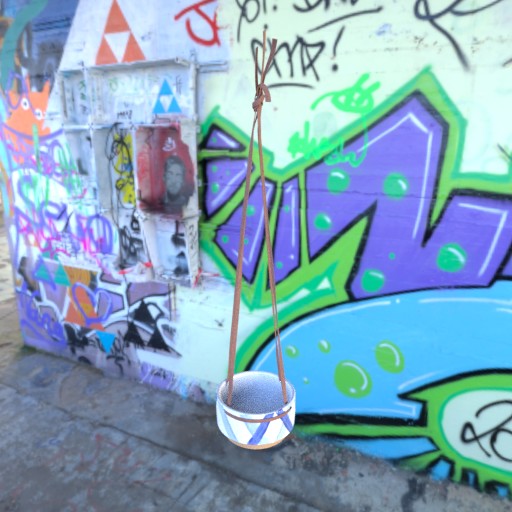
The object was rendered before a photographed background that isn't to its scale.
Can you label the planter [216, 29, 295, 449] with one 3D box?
[{"bbox_3d":[0.000,0.000,0.830,0.166,0.751,0.166,8,18,26],"label":"planter"}]
